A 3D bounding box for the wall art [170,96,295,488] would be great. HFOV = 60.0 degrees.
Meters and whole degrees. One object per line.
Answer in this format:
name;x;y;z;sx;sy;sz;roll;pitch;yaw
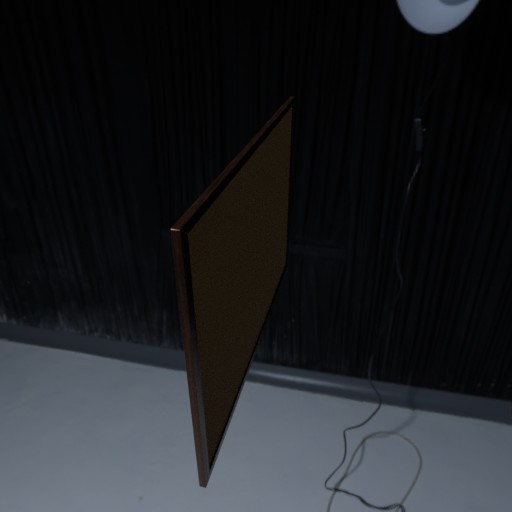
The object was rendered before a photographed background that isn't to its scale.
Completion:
wall art;0.000;0.000;1.043;0.014;0.559;0.816;8;32;12
